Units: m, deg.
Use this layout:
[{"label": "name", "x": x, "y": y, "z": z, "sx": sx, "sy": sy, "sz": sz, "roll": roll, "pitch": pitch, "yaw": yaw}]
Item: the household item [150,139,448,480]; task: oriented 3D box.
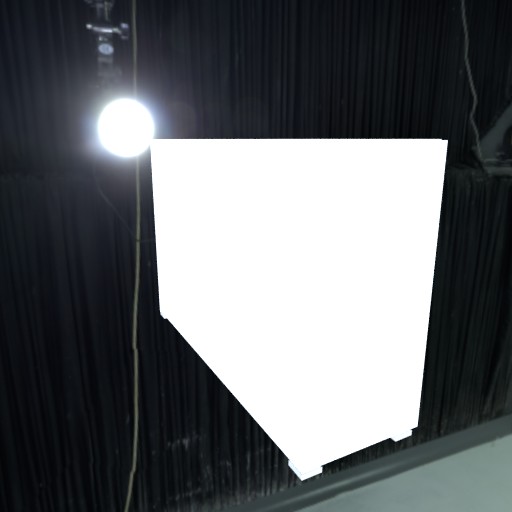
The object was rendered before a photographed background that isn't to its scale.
[{"label": "household item", "x": 0.000, "y": 0.000, "z": 1.704, "sx": 0.420, "sy": 0.867, "sz": 1.300, "roll": -8, "pitch": 17, "yaw": -27}]
